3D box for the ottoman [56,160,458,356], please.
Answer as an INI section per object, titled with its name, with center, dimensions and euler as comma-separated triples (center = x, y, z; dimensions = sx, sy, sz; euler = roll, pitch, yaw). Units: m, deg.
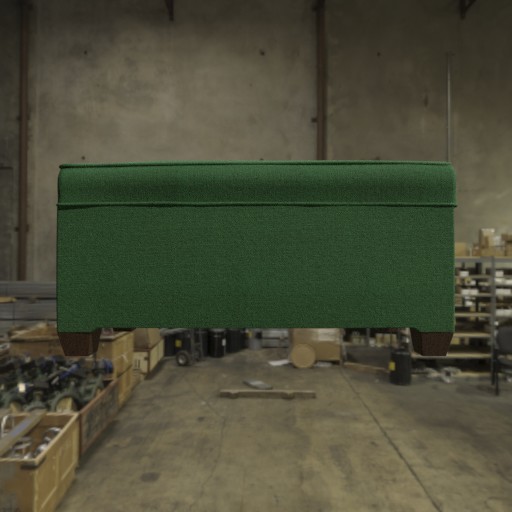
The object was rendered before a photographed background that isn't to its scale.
[ottoman]
center = 0.000, 0.000, 1.239
dimensions = 0.957, 0.471, 0.483
euler = 0, 0, 0
